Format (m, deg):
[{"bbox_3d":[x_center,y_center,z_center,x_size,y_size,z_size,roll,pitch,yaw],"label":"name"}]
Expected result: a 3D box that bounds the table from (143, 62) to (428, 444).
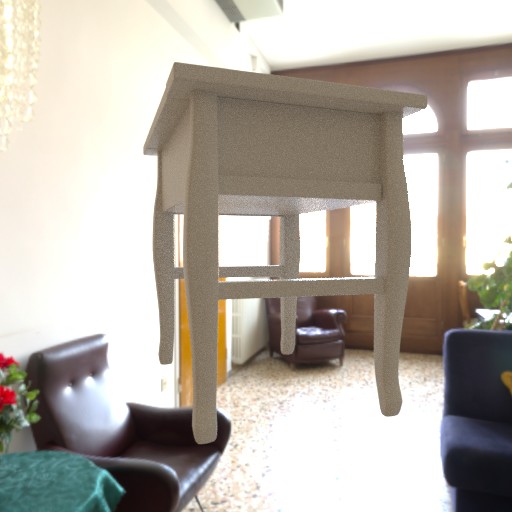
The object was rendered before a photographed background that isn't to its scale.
[{"bbox_3d":[0.000,0.000,1.029,0.463,0.605,0.599,0,1,-19],"label":"table"}]
